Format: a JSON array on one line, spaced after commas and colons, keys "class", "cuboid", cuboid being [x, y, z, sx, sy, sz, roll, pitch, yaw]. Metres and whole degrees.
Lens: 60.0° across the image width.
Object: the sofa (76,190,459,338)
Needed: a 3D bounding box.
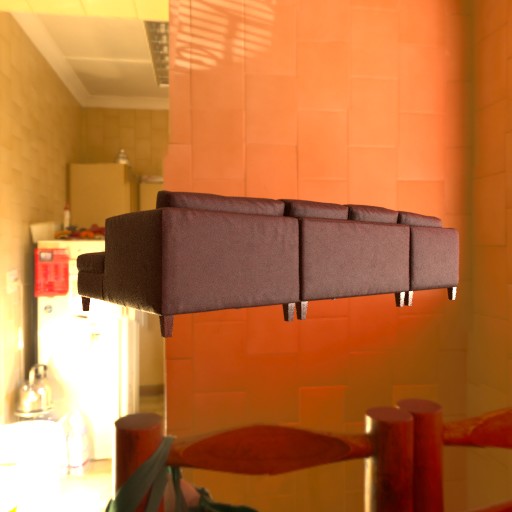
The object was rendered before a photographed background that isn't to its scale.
[{"class": "sofa", "cuboid": [0.000, 0.000, 4.578, 3.460, 0.923, 2.593, 0, 0, -39]}]
